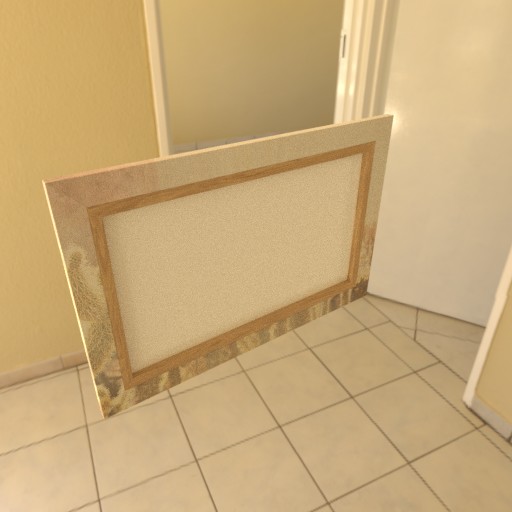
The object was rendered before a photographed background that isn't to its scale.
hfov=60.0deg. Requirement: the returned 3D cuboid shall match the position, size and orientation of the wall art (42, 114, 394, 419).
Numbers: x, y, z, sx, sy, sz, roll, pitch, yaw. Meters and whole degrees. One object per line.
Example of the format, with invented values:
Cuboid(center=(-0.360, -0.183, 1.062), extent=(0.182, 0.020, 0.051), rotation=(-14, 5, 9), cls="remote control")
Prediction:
Cuboid(center=(0.000, 0.000, 1.934), extent=(1.525, 1.012, 0.038), rotation=(-19, 35, -30), cls="wall art")
